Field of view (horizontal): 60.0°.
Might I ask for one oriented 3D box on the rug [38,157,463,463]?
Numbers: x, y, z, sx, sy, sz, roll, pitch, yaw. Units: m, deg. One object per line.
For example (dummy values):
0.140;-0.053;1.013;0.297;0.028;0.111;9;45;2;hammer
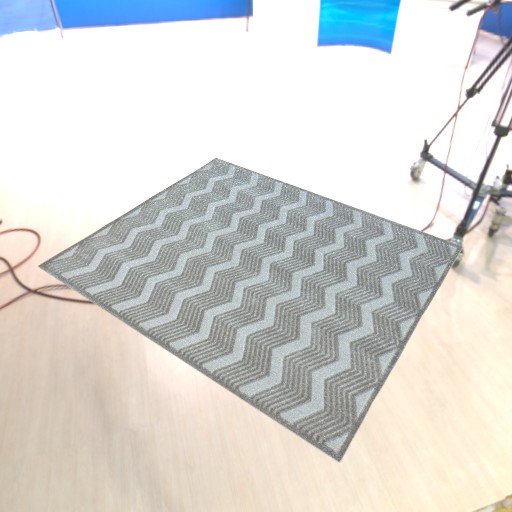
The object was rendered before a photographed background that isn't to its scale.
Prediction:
0.000;0.000;3.883;2.880;0.005;2.391;25;46;26;rug
